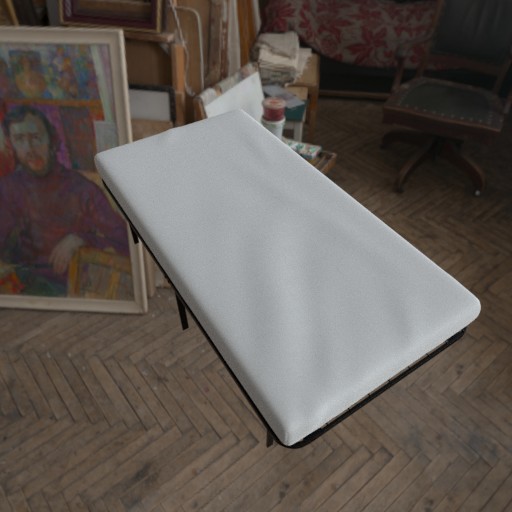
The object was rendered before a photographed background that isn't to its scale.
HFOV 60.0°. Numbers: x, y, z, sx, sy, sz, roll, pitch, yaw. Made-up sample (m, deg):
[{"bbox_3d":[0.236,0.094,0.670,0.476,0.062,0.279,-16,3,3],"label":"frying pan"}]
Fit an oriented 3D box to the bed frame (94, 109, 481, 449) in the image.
[{"bbox_3d":[0.000,0.000,2.328,0.989,0.619,1.903,-25,52,-22],"label":"bed frame"}]
